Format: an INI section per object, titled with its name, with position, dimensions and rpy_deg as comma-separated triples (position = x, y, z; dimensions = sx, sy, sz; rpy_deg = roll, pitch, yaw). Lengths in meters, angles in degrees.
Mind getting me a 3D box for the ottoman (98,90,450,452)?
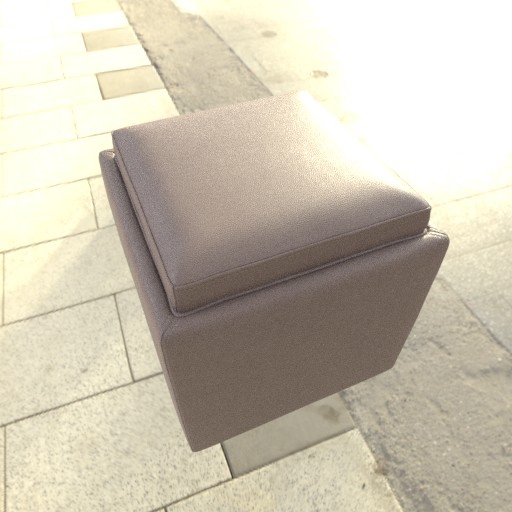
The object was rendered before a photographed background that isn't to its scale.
[ottoman]
position = 0.000, 0.000, 0.832
dimensions = 0.450, 0.460, 0.451
rpy_deg = -18, 49, -16
